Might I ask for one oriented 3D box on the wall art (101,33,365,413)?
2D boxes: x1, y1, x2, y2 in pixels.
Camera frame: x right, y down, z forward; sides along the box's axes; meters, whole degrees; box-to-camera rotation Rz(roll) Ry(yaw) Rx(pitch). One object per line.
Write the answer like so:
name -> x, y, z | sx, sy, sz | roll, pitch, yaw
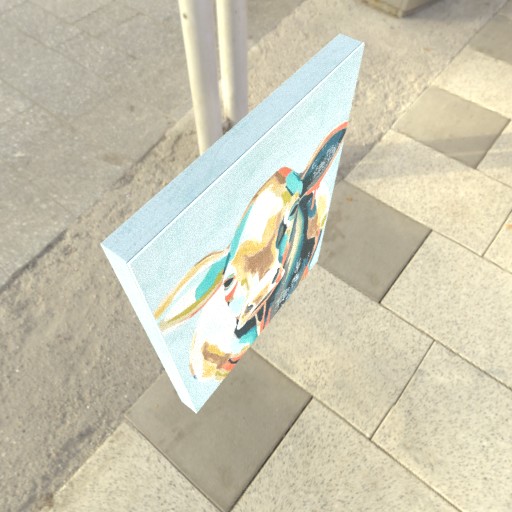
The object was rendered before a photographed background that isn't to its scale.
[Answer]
wall art -> 0.000, 0.000, 0.685 | 0.037, 0.509, 0.409 | 32, 62, 19
